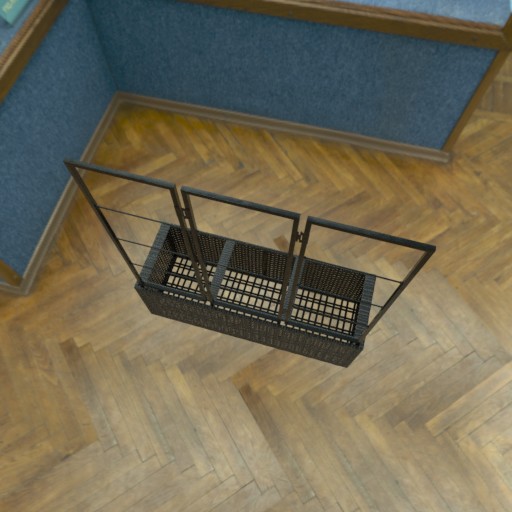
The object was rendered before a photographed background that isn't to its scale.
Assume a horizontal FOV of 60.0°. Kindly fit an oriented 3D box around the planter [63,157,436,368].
[{"bbox_3d":[0.000,0.000,1.186,0.699,0.841,0.244,14,65,7],"label":"planter"}]
